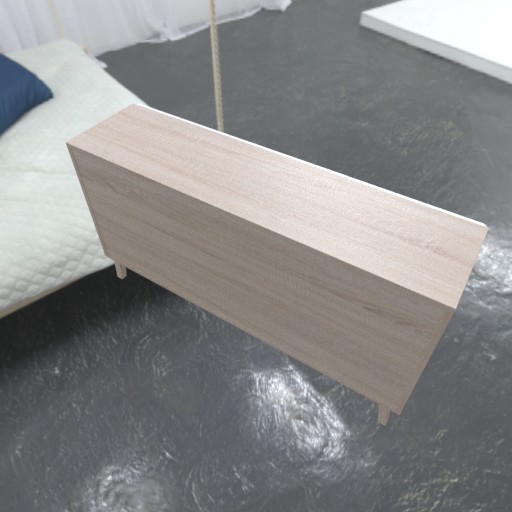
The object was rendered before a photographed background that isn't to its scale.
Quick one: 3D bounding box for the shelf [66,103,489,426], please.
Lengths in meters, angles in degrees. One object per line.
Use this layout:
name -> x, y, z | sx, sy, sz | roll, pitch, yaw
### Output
shelf -> 0.000, 0.000, 1.828 | 1.490, 0.780, 0.400 | 25, 51, 22
